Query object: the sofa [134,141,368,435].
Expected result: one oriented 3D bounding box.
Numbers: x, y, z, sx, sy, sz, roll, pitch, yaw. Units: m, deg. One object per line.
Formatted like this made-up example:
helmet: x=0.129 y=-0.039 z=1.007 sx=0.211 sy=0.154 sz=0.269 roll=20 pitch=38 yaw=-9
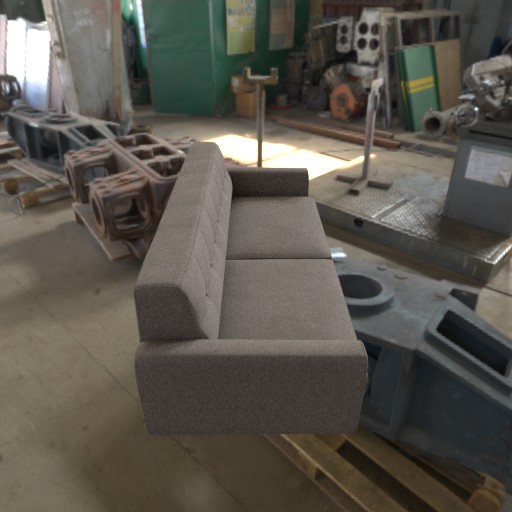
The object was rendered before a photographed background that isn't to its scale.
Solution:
sofa: x=0.000 y=0.000 z=2.533 sx=0.909 sy=0.841 sz=2.029 roll=0 pitch=31 yaw=0
